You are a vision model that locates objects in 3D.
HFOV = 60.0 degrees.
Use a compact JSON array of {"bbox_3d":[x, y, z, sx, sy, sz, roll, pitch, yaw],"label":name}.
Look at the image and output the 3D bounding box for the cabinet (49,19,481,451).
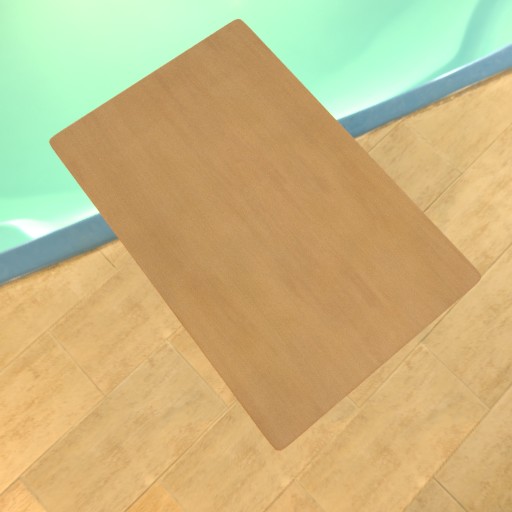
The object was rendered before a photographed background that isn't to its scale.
[{"bbox_3d":[0.000,0.000,1.244,0.503,0.762,0.763,-37,78,-9],"label":"cabinet"}]
